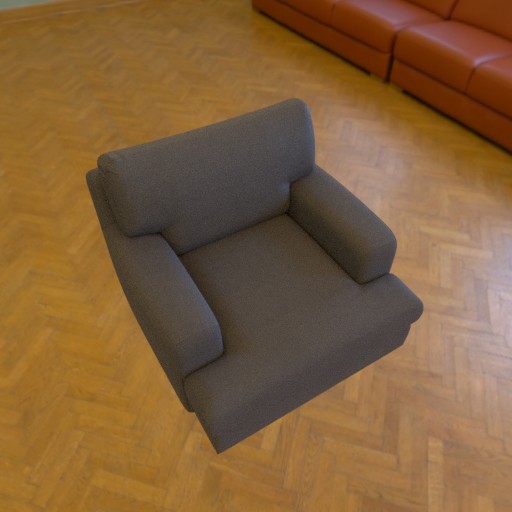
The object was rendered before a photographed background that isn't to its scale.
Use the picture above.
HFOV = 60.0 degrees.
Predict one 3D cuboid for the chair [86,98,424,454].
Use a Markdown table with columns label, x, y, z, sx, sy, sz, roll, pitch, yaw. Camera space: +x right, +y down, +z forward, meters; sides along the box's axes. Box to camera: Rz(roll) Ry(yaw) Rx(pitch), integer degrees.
| label | x | y | z | sx | sy | sz | roll | pitch | yaw |
| --- | --- | --- | --- | --- | --- | --- | --- | --- | --- |
| chair | 0.000 | 0.000 | 2.031 | 1.168 | 0.940 | 1.143 | -23 | 50 | -21 |
